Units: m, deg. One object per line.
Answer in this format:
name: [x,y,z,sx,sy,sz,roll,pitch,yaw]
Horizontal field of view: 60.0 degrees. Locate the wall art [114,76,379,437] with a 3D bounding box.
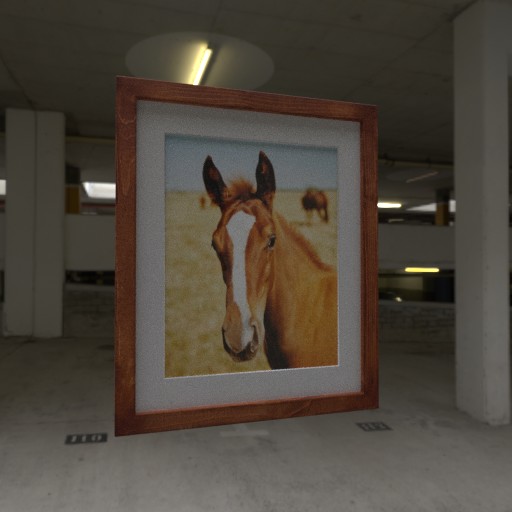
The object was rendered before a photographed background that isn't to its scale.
wall art: [0.000,0.000,0.764,0.462,0.558,0.030,0,-1,-17]
